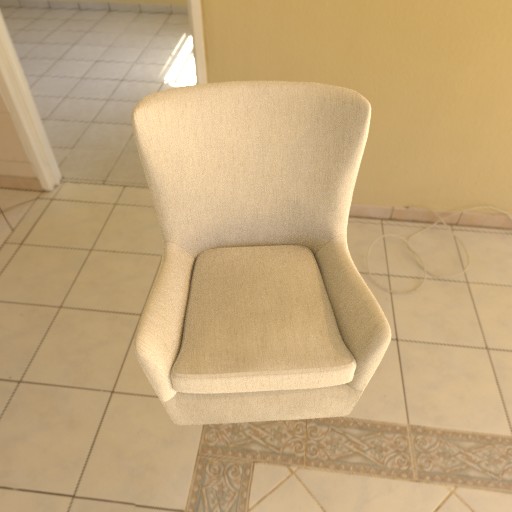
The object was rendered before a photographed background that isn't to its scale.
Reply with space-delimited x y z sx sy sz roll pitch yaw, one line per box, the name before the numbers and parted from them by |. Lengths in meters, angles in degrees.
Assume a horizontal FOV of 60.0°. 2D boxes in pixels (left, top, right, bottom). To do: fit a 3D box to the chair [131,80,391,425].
chair | 0.000 0.000 1.646 0.779 1.000 0.904 -2 46 -2
